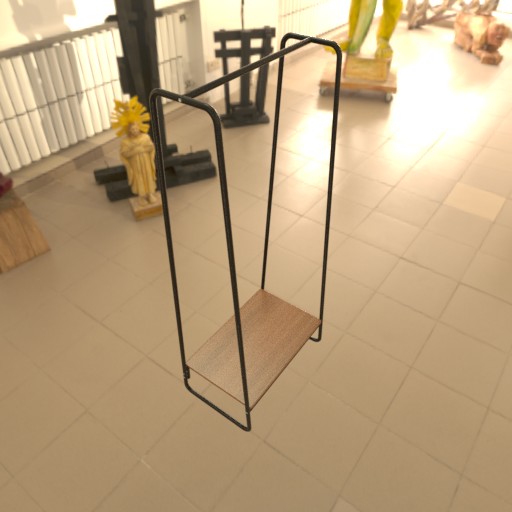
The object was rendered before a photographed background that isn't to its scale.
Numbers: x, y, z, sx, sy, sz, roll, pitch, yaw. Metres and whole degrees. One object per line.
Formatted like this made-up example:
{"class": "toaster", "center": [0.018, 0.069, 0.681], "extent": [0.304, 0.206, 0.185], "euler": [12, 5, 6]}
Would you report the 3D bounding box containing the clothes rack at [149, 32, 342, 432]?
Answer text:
{"class": "clothes rack", "center": [0.000, 0.000, 1.778], "extent": [0.400, 1.500, 0.640], "euler": [26, 48, 26]}
